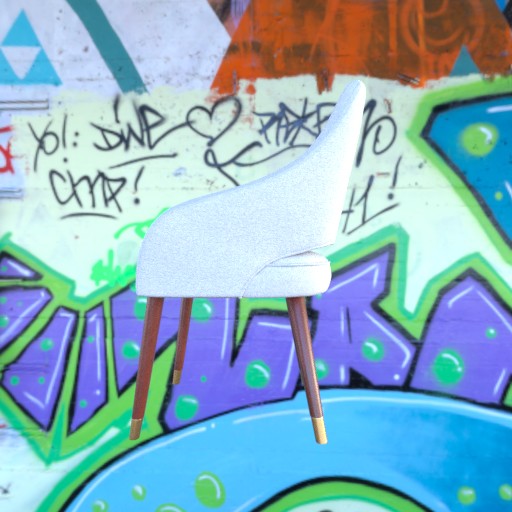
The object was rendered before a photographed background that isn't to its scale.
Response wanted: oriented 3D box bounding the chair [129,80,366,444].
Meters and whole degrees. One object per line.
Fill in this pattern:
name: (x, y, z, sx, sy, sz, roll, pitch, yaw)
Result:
chair: (0.000, 0.000, 1.305, 0.600, 0.889, 0.609, 0, 0, 2)
